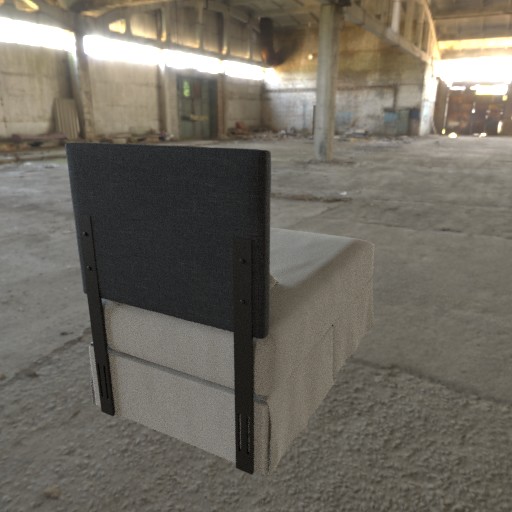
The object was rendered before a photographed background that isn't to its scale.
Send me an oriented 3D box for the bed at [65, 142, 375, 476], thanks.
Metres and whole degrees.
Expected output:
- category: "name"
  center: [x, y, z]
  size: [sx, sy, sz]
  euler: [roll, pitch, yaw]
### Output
- category: "bed"
  center: [0.000, 0.000, 3.018]
  size: [1.261, 1.571, 1.997]
  euler: [9, 20, 27]
